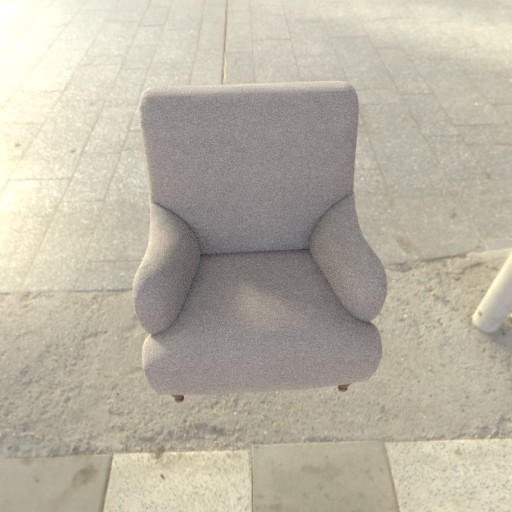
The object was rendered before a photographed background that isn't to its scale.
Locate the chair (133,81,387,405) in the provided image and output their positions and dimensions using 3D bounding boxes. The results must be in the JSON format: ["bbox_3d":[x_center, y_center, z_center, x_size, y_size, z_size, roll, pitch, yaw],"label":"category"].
[{"bbox_3d":[0.000,0.000,1.570,0.766,0.942,0.843,-3,46,-3],"label":"chair"}]
